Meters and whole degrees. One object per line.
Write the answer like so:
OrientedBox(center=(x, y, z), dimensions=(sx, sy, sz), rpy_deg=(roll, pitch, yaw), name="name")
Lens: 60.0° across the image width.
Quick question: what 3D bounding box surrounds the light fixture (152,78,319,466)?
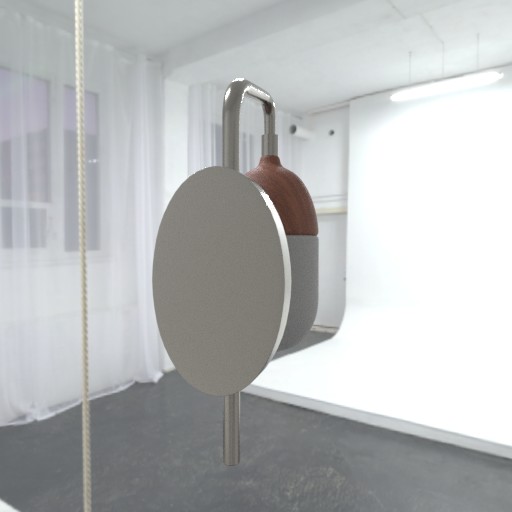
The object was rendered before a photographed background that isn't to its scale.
OrientedBox(center=(0.000, 0.000, 0.439), dimensions=(0.108, 0.343, 0.216), rpy_deg=(0, 2, 17), name="light fixture")
